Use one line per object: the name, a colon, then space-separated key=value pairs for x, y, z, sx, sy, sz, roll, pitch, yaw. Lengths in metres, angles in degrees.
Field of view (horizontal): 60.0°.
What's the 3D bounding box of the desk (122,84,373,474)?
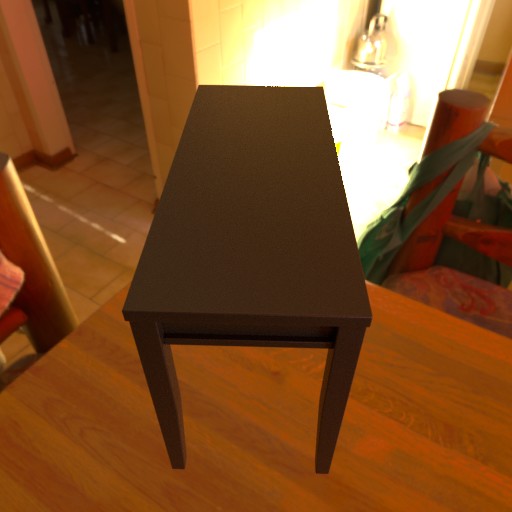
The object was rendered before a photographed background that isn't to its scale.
desk: x=0.000 y=0.000 z=1.603 sx=0.508 sy=0.775 sz=1.220 roll=1 pitch=42 yaw=1
